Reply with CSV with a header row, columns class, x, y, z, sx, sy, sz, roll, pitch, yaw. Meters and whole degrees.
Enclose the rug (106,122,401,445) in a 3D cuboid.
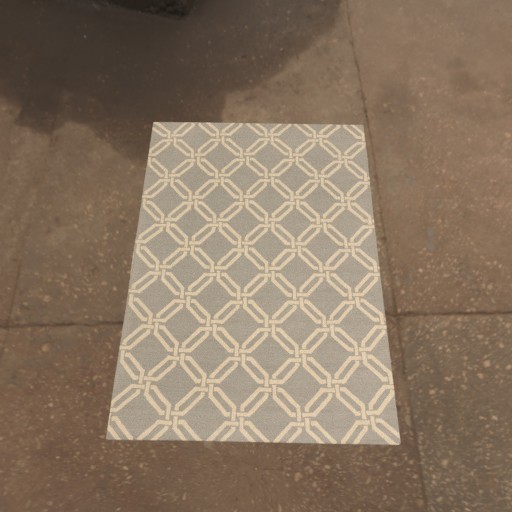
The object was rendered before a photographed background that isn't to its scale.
class,x,y,z,sx,sy,sz,roll,pitch,yaw
rug,0.000,0.000,2.745,1.522,0.013,2.133,1,64,0
